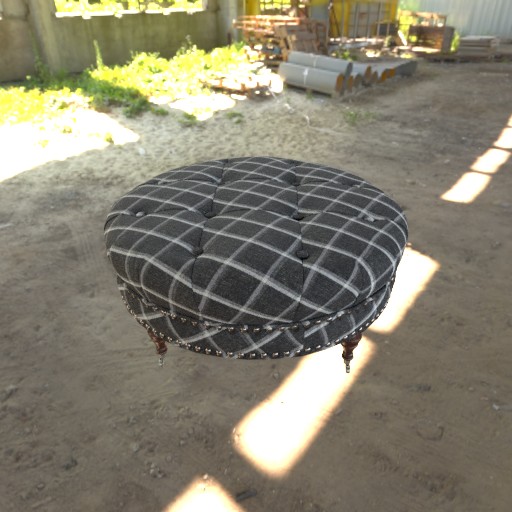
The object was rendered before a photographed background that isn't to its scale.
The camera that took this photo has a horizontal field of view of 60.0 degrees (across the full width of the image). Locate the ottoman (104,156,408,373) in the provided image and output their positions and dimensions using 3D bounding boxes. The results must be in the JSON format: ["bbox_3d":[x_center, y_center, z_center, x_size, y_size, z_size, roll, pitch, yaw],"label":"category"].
[{"bbox_3d":[0.000,0.000,1.406,0.901,0.439,0.901,0,30,0],"label":"ottoman"}]
